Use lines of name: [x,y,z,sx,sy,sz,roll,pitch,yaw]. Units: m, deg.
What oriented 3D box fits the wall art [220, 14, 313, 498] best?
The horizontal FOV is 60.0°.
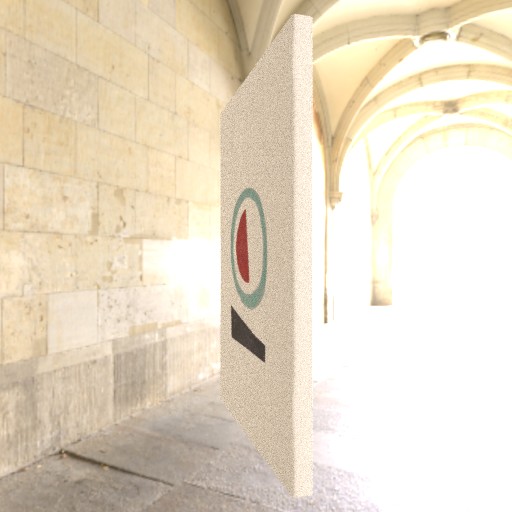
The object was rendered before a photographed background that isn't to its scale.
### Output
wall art: [0.000,0.000,1.114,0.048,0.902,0.602,0,0,-17]
